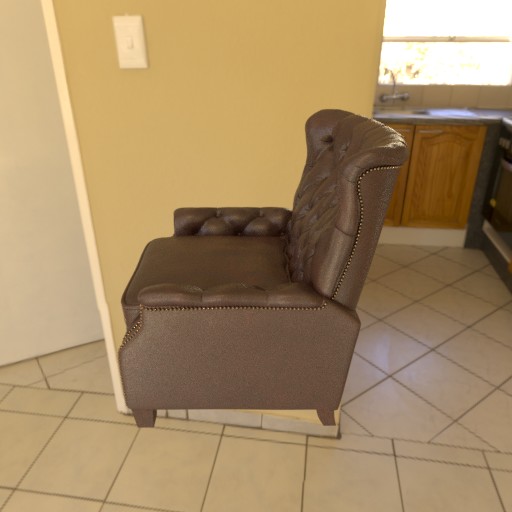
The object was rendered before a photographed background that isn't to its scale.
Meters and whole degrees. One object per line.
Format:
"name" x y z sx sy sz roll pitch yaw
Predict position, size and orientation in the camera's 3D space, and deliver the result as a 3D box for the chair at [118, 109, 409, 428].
"chair" 0.000 0.000 1.490 0.823 0.864 0.709 0 26 -1
